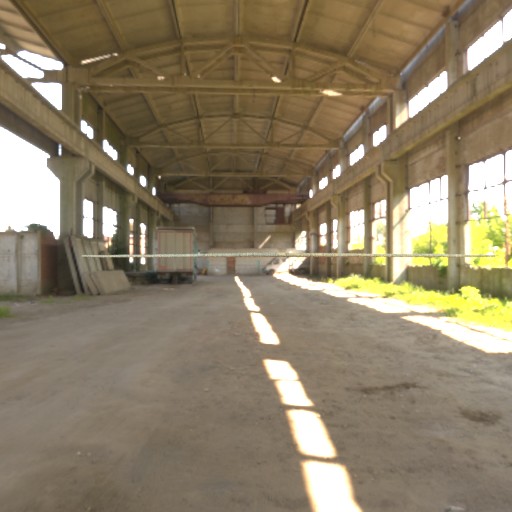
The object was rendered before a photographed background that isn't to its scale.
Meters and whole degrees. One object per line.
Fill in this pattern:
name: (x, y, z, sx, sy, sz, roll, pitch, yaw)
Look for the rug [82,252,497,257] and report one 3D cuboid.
rug: (0.000, 0.000, 2.308, 1.250, 0.015, 1.850, 0, 0, -37)
